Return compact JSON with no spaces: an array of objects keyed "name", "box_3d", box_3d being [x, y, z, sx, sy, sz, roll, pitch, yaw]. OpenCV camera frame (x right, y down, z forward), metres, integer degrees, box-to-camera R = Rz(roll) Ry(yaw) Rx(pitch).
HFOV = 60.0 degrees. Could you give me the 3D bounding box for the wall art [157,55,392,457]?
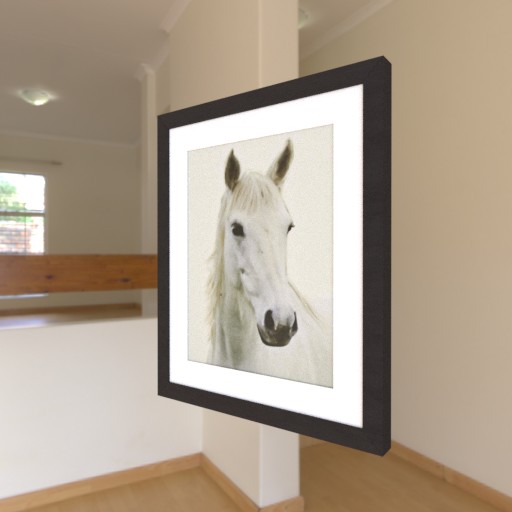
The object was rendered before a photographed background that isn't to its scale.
[{"name":"wall art","box_3d":[0.000,0.000,0.756,0.455,0.552,0.034,0,0,36]}]
